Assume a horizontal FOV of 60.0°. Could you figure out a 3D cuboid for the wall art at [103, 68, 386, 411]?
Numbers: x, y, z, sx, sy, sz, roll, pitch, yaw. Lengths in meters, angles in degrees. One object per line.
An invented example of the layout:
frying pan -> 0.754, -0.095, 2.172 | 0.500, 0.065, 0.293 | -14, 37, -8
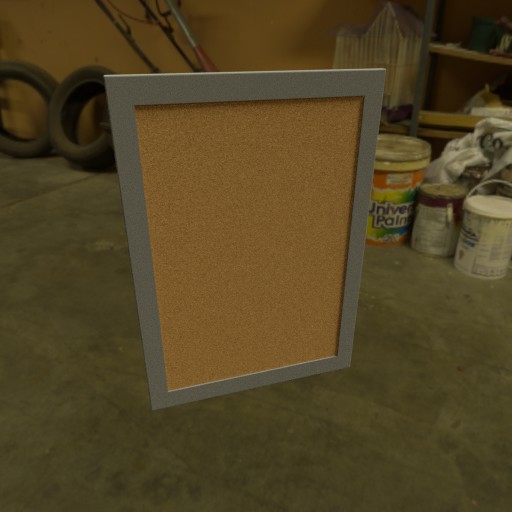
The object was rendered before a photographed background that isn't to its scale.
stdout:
wall art -> 0.000, 0.000, 0.687 | 0.374, 0.529, 0.012 | -8, 28, -15
